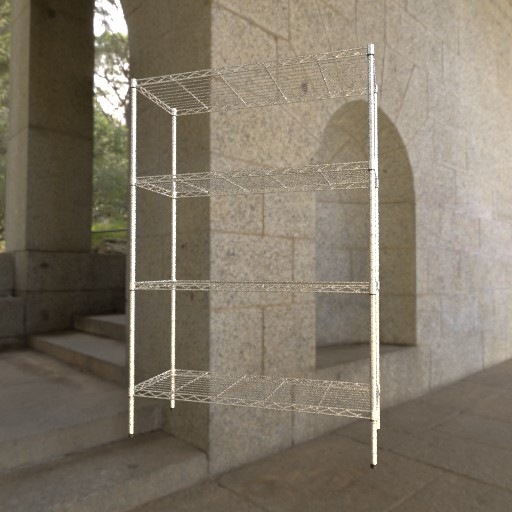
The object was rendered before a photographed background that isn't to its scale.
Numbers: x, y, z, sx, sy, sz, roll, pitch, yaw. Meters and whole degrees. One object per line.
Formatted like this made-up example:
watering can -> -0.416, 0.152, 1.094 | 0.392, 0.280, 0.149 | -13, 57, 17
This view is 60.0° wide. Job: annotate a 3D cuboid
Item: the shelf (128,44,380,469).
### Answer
shelf -> 0.000, 0.000, 1.713 | 0.907, 1.360, 0.352 | -1, -2, 17
